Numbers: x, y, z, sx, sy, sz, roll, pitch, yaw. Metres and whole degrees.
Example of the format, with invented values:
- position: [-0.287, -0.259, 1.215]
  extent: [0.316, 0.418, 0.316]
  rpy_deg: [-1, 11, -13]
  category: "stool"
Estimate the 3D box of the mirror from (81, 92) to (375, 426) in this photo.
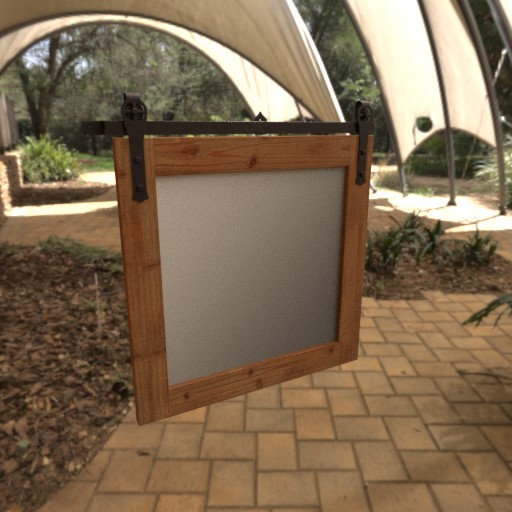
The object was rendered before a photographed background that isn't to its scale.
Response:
- position: [0.000, 0.000, 1.183]
  extent: [0.805, 0.800, 0.054]
  rpy_deg: [-9, 18, -27]
  category: "mirror"
